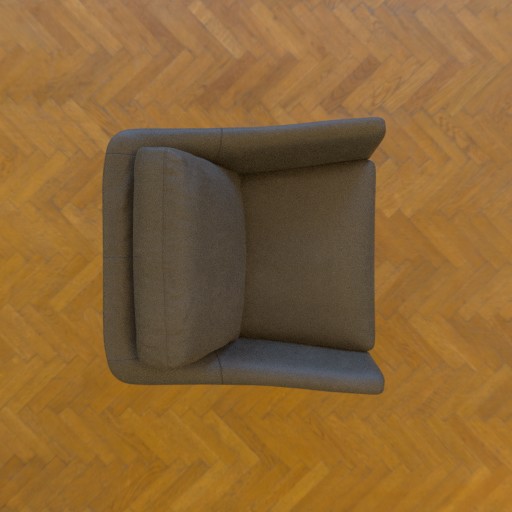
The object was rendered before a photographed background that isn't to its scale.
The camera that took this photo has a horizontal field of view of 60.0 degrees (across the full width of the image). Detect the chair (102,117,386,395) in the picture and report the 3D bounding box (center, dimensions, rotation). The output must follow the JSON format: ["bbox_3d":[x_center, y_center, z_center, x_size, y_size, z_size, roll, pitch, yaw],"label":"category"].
[{"bbox_3d":[0.000,0.000,1.710,0.961,0.901,0.988,0,91,0],"label":"chair"}]
